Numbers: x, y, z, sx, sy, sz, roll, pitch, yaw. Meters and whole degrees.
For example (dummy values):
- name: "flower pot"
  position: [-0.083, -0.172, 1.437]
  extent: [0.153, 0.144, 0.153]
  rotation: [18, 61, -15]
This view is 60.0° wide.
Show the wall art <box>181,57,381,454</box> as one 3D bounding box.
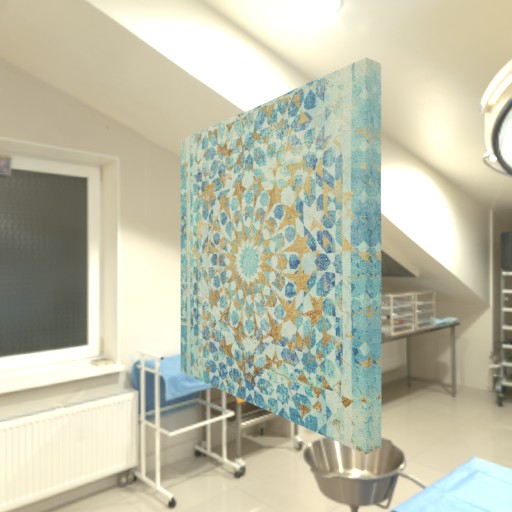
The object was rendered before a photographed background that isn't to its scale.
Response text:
- name: "wall art"
  position: [0.000, 0.000, 0.932]
  extent: [0.040, 0.609, 0.609]
  rotation: [0, 0, -37]
